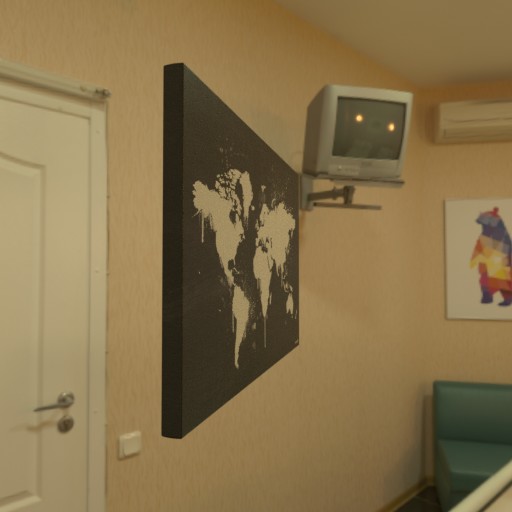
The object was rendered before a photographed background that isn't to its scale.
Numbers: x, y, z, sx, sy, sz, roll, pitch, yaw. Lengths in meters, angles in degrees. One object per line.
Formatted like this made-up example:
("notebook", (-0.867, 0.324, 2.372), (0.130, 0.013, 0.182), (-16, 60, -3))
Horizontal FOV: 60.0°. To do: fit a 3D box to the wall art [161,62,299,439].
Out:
("wall art", (0.000, 0.000, 1.154), (0.038, 0.612, 0.912), (0, -2, 17))
